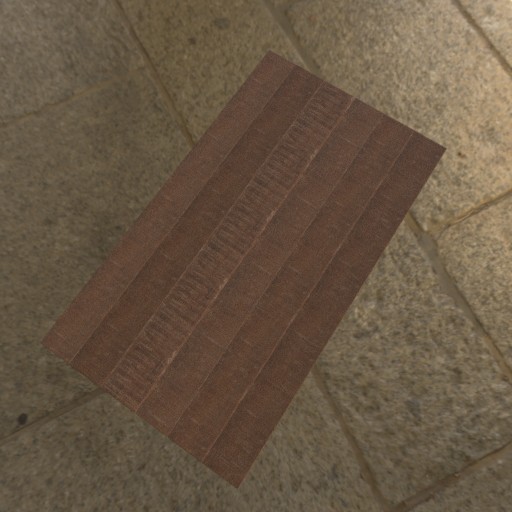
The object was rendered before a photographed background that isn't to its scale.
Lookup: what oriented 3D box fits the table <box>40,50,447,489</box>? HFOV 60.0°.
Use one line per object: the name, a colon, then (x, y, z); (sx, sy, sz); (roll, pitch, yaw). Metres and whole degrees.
table: (0.000, 0.000, 1.786); (0.800, 0.440, 1.400); (33, 77, 8)
